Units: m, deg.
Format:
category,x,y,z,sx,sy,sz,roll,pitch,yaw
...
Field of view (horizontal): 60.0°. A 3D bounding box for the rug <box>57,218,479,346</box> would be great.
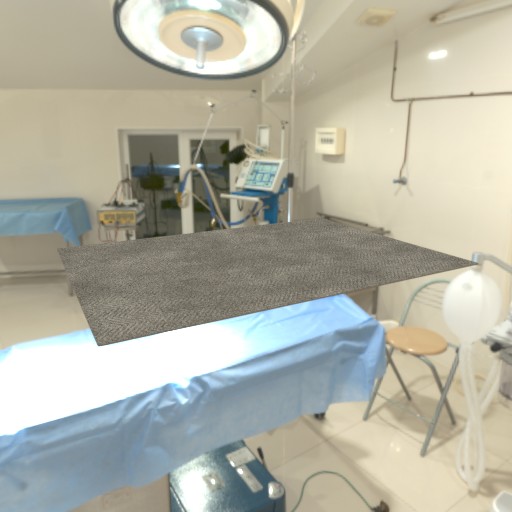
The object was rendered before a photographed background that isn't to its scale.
category,x,y,z,sx,sy,sz,roll,pitch,yaw
rug,0.000,0.000,2.872,2.235,0.008,1.600,-9,18,-27
